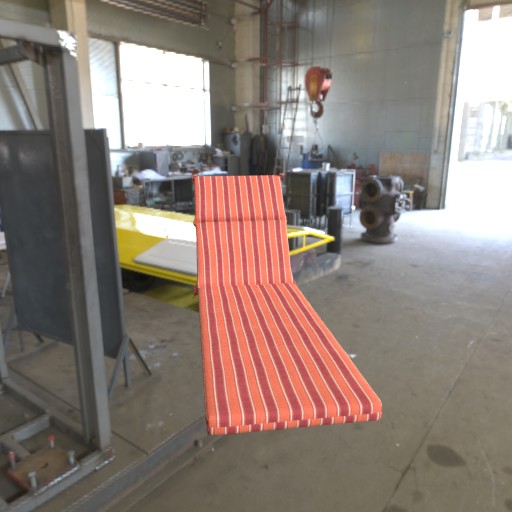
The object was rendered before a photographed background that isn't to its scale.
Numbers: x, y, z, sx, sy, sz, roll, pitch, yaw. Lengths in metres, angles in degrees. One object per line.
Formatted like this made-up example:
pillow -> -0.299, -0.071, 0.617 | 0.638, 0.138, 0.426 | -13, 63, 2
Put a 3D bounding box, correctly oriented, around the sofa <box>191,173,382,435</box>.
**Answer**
sofa -> 0.000, 0.000, 1.987 | 0.582, 0.622, 1.663 | -2, 15, -8
